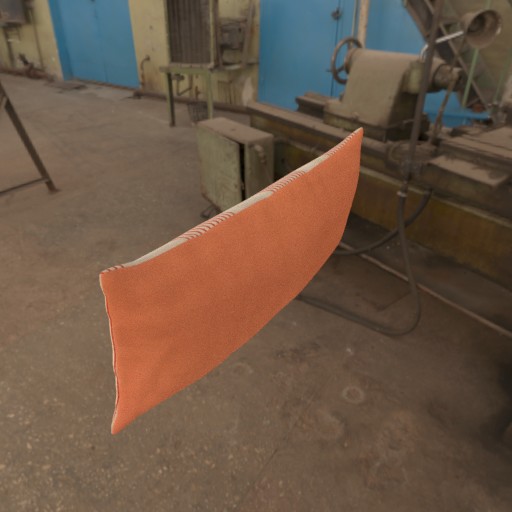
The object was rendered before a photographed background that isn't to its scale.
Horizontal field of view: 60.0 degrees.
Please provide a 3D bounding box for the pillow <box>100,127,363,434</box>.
[{"bbox_3d":[0.000,0.000,0.729,0.156,0.292,0.608,21,38,30],"label":"pillow"}]
